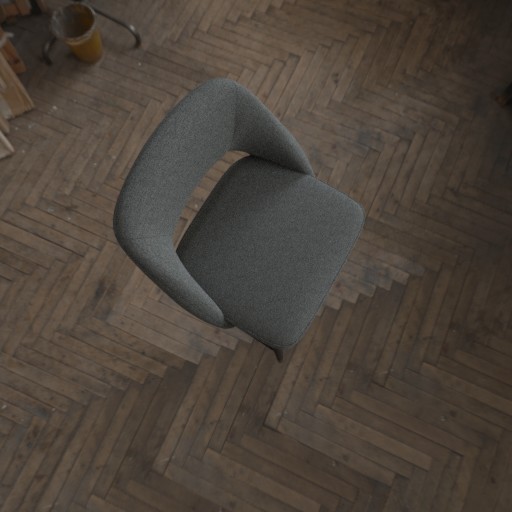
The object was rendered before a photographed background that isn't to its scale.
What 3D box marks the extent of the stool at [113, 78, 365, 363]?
[{"bbox_3d":[0.000,0.000,1.419,0.524,1.089,0.536,30,78,7],"label":"stool"}]
